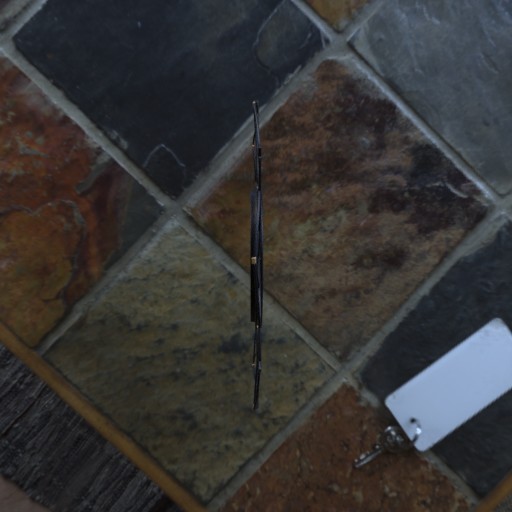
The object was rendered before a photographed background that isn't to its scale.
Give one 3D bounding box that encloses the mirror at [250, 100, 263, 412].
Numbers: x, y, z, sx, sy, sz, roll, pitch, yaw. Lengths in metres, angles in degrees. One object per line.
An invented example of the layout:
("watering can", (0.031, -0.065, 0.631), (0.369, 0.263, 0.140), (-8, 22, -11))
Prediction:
("mirror", (0.000, 0.000, 1.155), (0.028, 0.775, 0.797), (0, 91, -1))
